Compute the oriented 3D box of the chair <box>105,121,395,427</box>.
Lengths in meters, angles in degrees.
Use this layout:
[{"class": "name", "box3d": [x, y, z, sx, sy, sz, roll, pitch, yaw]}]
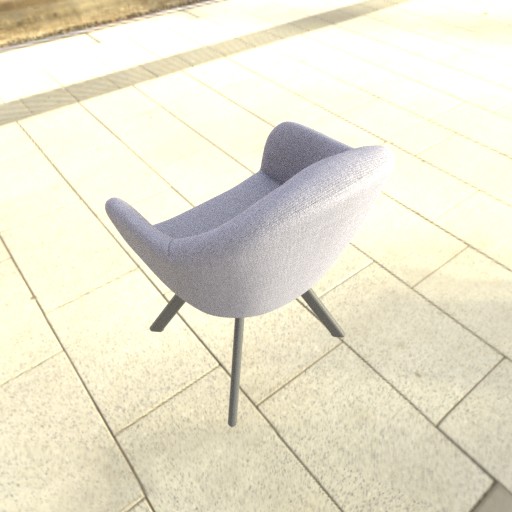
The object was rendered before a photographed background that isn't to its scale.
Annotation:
[{"class": "chair", "box3d": [0.000, 0.000, 1.192, 0.590, 0.795, 0.550, -31, 53, -27]}]
